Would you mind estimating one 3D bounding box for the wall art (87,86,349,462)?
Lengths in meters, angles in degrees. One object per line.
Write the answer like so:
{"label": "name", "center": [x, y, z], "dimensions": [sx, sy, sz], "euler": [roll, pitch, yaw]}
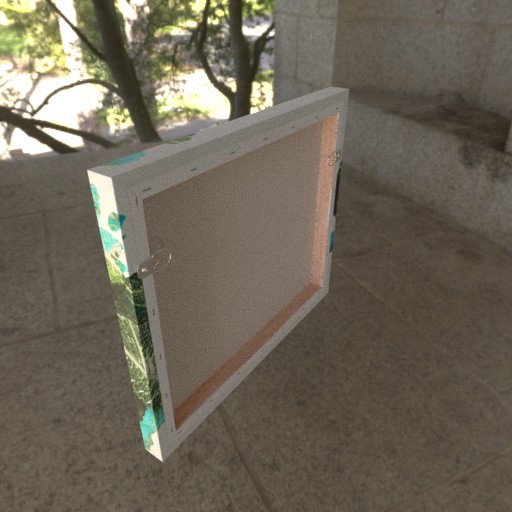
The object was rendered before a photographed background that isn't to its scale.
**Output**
{"label": "wall art", "center": [0.000, 0.000, 0.710], "dimensions": [0.041, 0.435, 0.507], "euler": [21, 37, 30]}
